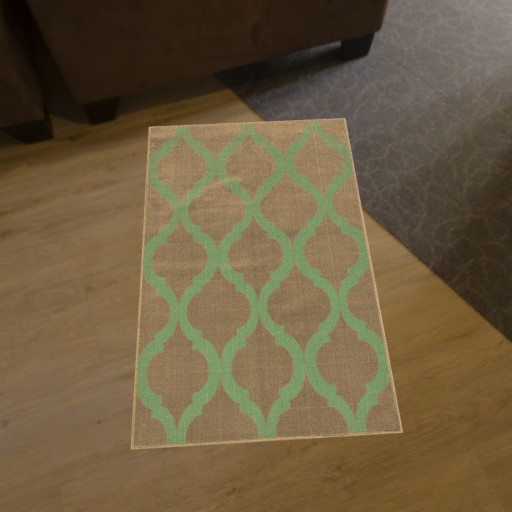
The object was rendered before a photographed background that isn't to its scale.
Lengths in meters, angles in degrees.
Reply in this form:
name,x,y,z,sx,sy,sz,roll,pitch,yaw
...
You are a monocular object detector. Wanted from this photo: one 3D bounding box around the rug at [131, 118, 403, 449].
name,x,y,z,sx,sy,sz,roll,pitch,yaw
rug,0.000,0.000,2.959,1.524,0.006,2.286,-3,65,-1
